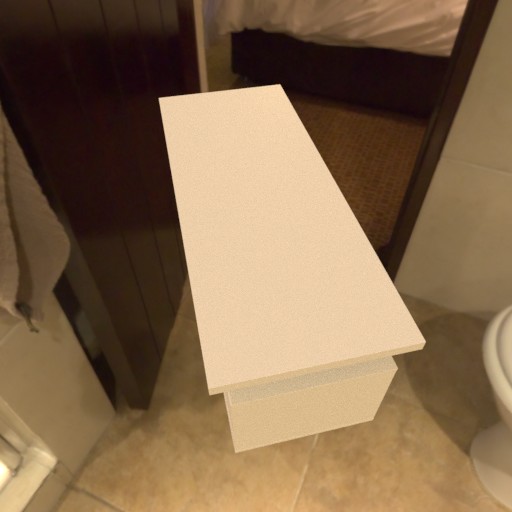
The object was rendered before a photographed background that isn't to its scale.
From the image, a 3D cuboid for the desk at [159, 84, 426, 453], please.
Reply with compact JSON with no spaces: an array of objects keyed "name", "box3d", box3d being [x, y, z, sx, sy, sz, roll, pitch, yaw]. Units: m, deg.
[{"name":"desk","box3d":[0.000,0.000,1.956,0.603,0.773,1.530,-10,48,-9]}]
